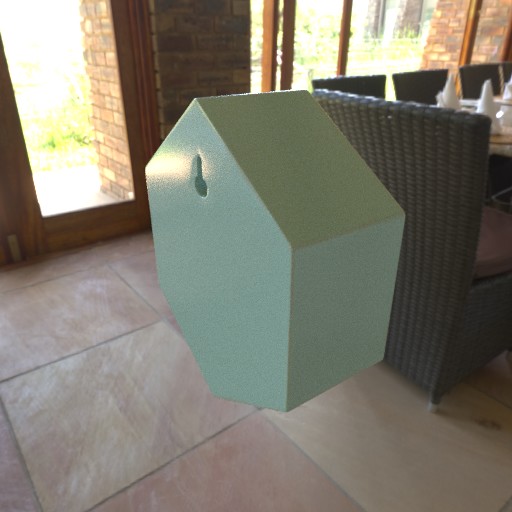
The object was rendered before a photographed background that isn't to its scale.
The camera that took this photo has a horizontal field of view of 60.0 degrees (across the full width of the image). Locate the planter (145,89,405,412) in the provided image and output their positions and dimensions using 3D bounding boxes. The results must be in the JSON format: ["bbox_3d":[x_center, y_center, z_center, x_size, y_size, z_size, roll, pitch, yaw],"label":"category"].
[{"bbox_3d":[0.000,0.000,0.297,0.078,0.207,0.169,-17,31,-31],"label":"planter"}]
